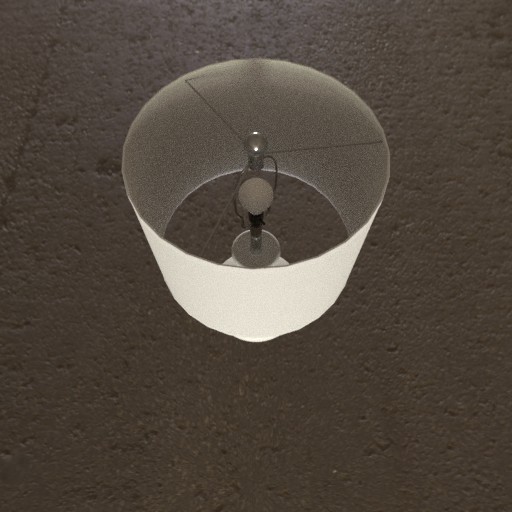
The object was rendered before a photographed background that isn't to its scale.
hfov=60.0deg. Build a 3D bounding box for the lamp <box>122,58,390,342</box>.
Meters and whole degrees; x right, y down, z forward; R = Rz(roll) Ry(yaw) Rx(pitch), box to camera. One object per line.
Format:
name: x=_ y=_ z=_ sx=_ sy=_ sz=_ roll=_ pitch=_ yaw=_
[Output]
lamp: x=0.000 y=0.000 z=0.867 sx=0.357 sy=0.673 sz=0.357 roll=-34 pitch=68 yaw=-16
